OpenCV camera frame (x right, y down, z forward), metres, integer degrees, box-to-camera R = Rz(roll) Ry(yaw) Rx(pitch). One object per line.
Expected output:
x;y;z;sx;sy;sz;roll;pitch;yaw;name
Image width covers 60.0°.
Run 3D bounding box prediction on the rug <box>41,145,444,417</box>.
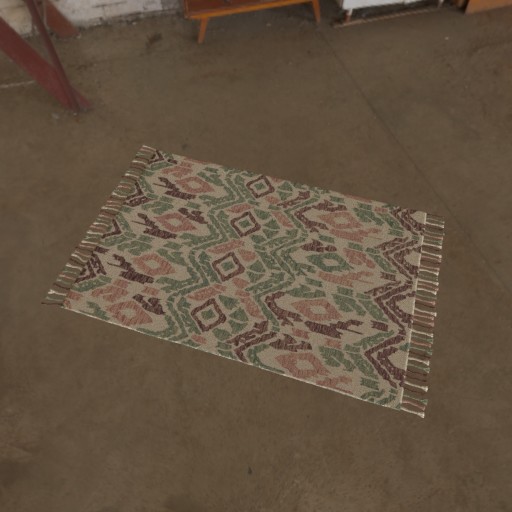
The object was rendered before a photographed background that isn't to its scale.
0.000;0.000;3.040;2.438;0.011;1.524;15;58;9;rug
